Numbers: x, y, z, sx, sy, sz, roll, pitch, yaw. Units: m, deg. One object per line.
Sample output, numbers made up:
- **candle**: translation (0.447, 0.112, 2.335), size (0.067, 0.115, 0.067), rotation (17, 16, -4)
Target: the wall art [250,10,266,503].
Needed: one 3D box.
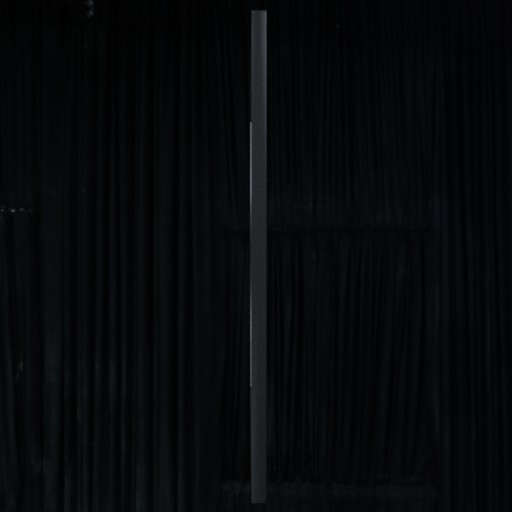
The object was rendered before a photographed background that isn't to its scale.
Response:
- **wall art**: translation (0.000, 0.000, 0.539), size (0.013, 0.431, 0.303), rotation (0, 1, -1)
